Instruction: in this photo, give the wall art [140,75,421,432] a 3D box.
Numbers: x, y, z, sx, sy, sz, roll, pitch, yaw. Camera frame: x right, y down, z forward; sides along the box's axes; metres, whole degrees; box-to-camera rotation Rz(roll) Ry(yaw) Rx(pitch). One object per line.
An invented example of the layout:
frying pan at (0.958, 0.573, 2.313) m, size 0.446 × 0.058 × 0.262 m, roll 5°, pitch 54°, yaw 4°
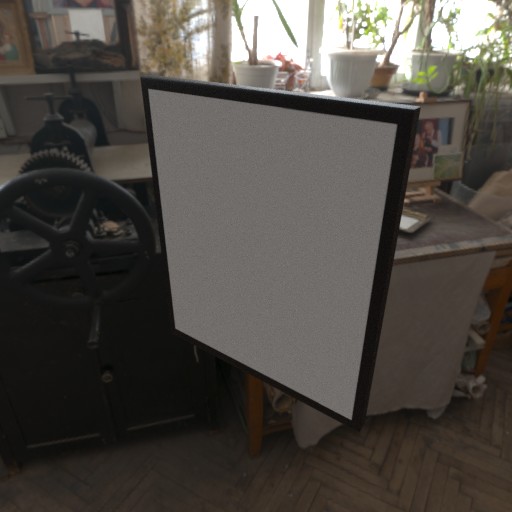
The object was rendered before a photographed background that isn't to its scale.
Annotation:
wall art at (0.000, 0.000, 0.712) m, size 0.430 × 0.509 × 0.021 m, roll 20°, pitch 35°, yaw 31°
